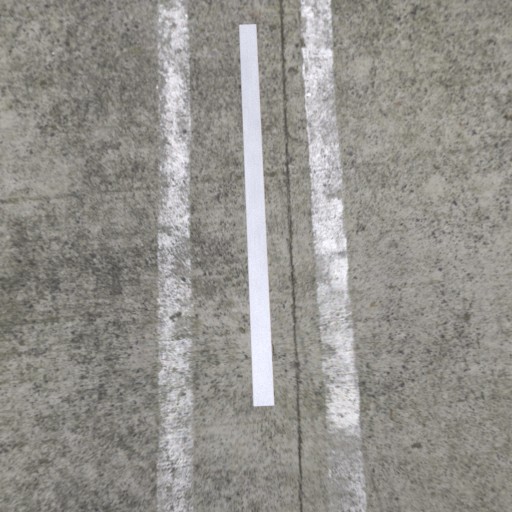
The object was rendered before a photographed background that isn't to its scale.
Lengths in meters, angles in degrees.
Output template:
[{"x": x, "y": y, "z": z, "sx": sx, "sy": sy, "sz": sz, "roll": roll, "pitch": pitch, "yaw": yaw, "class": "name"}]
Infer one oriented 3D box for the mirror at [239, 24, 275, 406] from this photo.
[{"x": 0.000, "y": 0.000, "z": 1.338, "sx": 0.041, "sy": 1.016, "sz": 0.762, "roll": -2, "pitch": 77, "yaw": -1, "class": "mirror"}]
